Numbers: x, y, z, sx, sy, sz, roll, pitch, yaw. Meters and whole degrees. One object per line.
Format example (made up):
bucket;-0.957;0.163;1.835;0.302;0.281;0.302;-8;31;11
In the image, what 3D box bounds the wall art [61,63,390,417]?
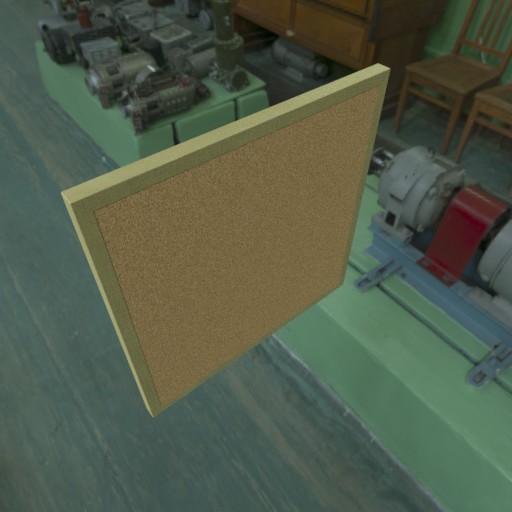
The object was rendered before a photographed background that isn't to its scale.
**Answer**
wall art;0.000;0.000;1.128;0.763;0.763;0.037;-30;53;-26
